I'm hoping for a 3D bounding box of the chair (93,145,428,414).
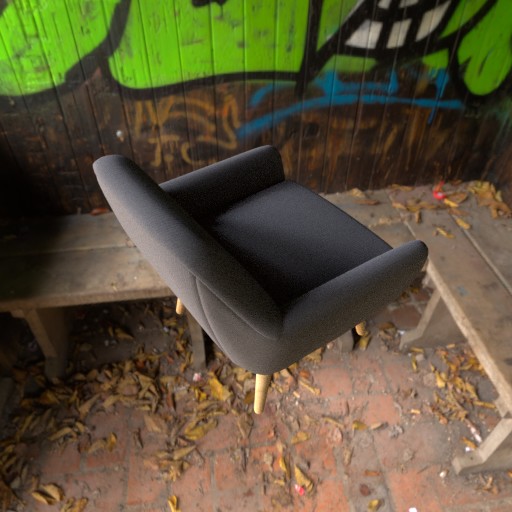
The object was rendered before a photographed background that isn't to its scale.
[{"bbox_3d":[0.000,0.000,1.429,0.779,0.800,0.770,-26,48,-26],"label":"chair"}]
